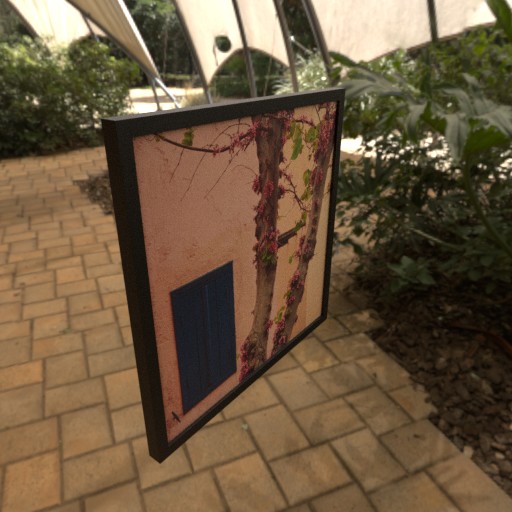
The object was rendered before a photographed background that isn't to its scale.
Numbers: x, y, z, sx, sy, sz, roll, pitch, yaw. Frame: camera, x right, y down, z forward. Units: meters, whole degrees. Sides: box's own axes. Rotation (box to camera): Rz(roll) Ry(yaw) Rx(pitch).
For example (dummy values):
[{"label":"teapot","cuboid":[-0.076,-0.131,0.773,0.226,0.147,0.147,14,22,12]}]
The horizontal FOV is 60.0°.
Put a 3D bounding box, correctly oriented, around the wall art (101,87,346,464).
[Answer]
[{"label":"wall art","cuboid":[0.000,0.000,1.136,0.038,0.762,0.762,18,31,34]}]
